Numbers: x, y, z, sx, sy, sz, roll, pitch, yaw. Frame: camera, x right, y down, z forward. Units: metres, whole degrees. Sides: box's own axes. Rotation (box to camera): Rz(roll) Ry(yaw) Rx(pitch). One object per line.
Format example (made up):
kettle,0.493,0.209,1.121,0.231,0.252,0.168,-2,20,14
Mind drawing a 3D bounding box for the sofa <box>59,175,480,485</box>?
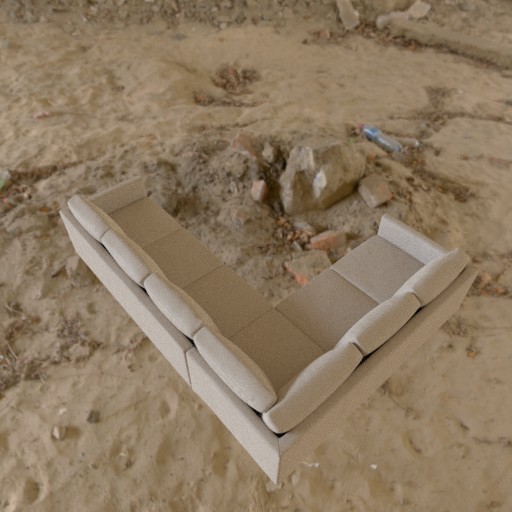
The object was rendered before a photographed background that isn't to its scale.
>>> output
sofa,0.000,0.000,4.299,2.432,0.863,3.182,-32,54,-27
